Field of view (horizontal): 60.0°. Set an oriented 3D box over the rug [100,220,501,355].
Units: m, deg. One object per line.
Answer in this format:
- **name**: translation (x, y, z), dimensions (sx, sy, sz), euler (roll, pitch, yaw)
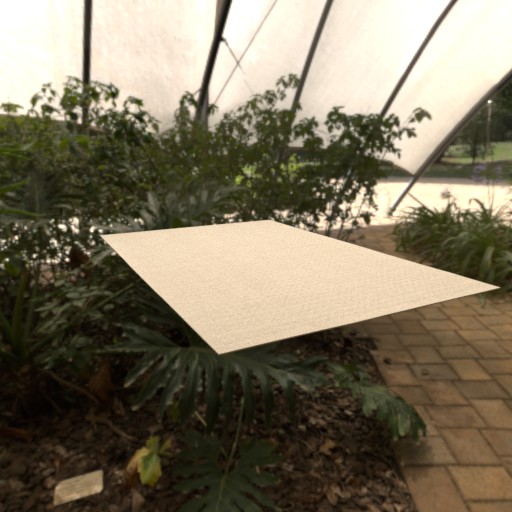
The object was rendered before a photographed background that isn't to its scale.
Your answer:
- **rug**: translation (0.000, 0.000, 2.820), dimensions (1.523, 0.006, 2.289), euler (-8, 16, -27)
